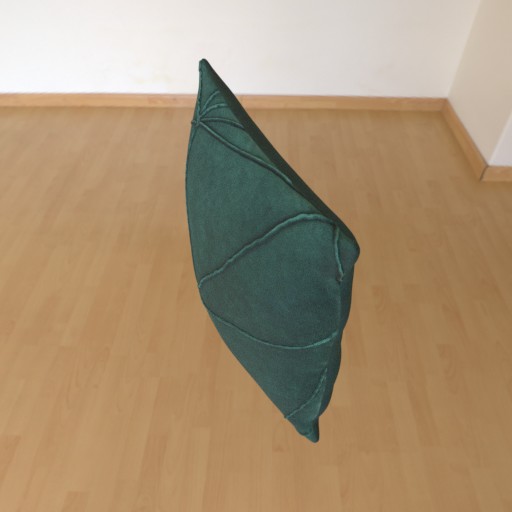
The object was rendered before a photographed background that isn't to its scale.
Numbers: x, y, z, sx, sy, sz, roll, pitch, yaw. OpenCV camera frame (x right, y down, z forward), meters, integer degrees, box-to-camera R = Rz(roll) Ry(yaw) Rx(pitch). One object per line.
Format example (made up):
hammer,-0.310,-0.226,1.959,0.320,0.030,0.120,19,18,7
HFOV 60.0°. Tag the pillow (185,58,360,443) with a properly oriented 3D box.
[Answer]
pillow,0.000,0.000,0.673,0.184,0.440,0.439,-17,48,-16
